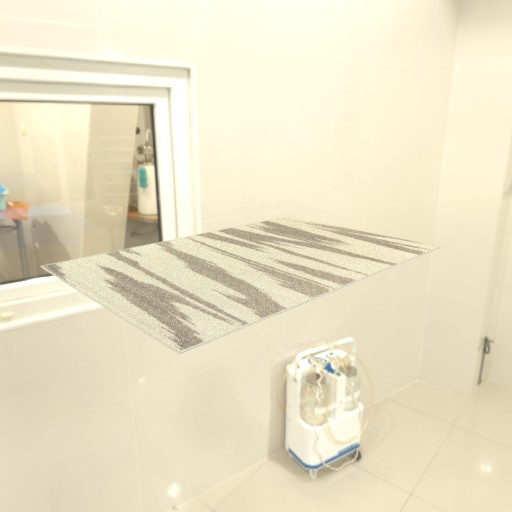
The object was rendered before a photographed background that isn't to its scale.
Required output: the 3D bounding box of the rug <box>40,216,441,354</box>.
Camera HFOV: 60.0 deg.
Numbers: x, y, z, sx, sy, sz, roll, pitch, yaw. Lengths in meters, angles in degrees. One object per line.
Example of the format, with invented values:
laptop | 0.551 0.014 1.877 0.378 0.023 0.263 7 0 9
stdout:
rug | 0.000 0.000 2.398 1.827 0.008 1.225 -15 22 -41
